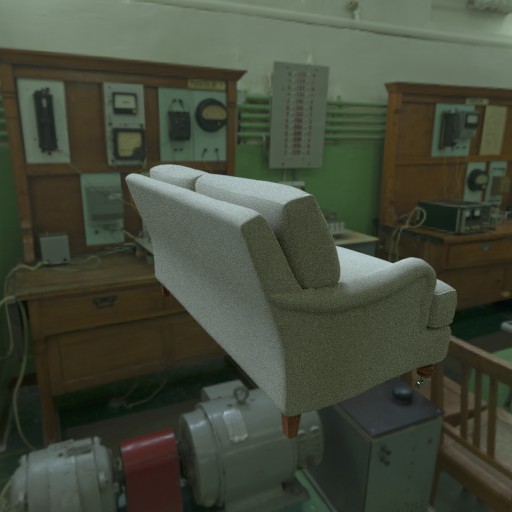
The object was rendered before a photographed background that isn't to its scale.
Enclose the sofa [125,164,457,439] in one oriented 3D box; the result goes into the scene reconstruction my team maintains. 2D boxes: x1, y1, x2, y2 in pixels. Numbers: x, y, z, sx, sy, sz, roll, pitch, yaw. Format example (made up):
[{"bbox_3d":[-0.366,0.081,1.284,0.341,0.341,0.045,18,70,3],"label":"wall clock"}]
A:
[{"bbox_3d":[0.000,0.000,2.628,1.091,0.997,2.070,-7,17,-26],"label":"sofa"}]
